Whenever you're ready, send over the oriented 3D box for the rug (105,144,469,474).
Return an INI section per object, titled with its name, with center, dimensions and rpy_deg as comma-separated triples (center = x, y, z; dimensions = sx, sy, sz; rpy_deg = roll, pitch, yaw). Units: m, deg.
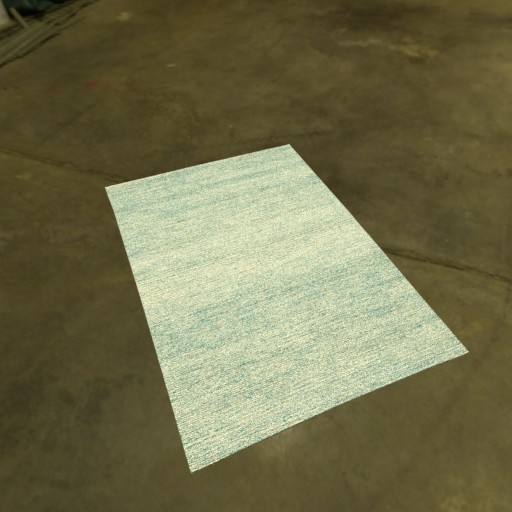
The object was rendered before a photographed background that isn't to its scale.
[rug]
center = 0.000, 0.000, 2.968
dimensions = 1.613, 0.030, 2.306
rpy_deg = -17, 49, -15
